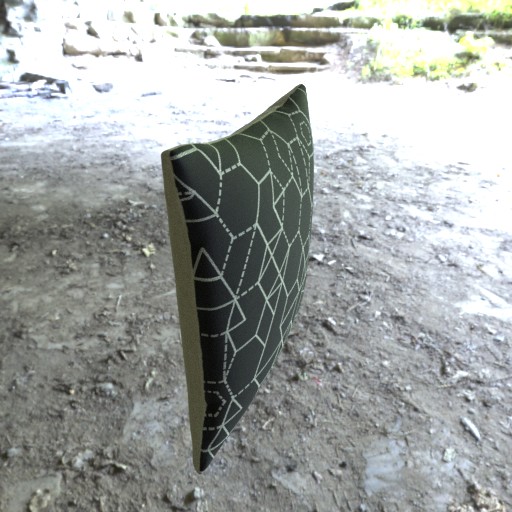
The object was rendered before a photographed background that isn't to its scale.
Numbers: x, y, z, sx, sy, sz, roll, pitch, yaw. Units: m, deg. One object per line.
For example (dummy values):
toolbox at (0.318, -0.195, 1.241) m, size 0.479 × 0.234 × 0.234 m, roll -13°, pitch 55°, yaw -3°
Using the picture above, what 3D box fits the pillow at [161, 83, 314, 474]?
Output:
pillow at (0.000, 0.000, 0.776) m, size 0.158 × 0.508 × 0.517 m, roll 10°, pitch 31°, yaw 18°
